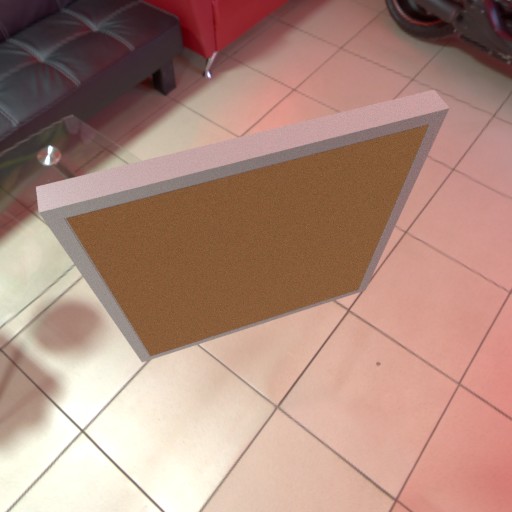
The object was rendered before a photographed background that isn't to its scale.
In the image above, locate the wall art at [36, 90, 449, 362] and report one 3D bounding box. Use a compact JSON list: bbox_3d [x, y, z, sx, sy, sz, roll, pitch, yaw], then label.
[{"bbox_3d":[0.000,0.000,0.743,0.506,0.506,0.038,-16,60,-10],"label":"wall art"}]
